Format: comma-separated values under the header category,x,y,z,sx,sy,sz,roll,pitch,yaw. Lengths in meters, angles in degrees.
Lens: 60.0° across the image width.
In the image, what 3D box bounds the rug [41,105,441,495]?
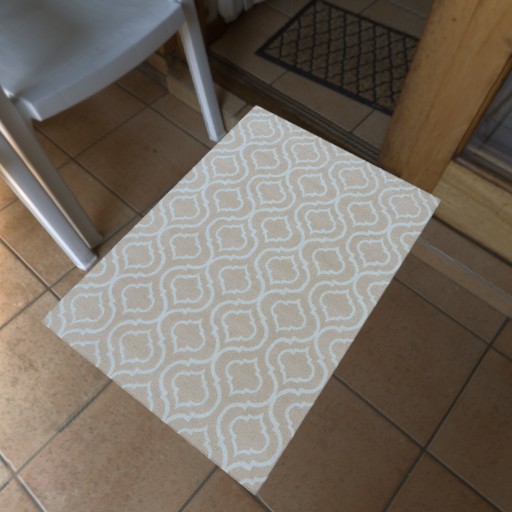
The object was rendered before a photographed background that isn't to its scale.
category,x,y,z,sx,sy,sz,roll,pitch,yaw
rug,0.000,0.000,2.751,1.524,0.010,2.134,32,66,16
